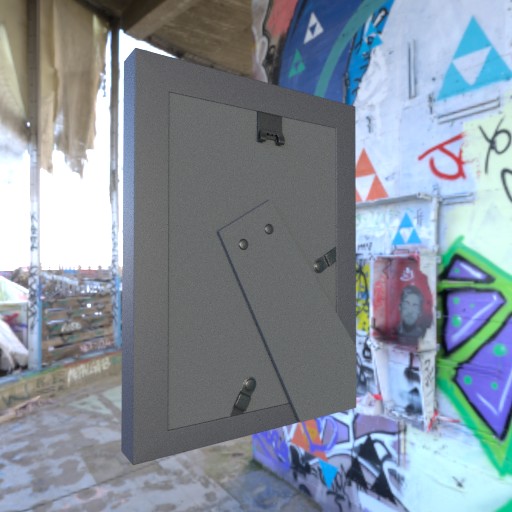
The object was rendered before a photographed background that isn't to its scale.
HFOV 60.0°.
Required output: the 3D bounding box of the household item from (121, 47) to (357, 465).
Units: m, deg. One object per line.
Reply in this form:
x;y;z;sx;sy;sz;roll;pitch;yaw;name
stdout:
0.000;0.000;0.230;0.133;0.178;0.022;0;-1;-34;household item
